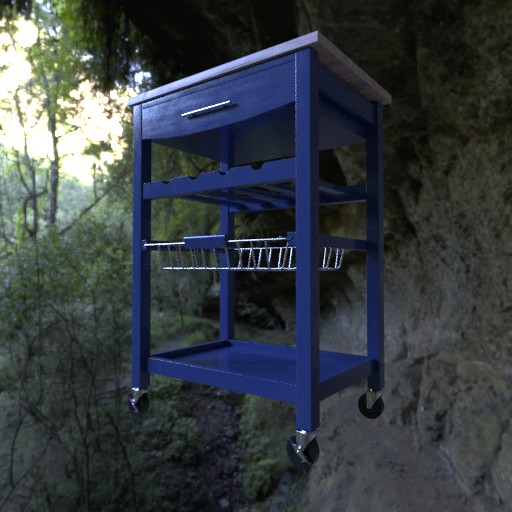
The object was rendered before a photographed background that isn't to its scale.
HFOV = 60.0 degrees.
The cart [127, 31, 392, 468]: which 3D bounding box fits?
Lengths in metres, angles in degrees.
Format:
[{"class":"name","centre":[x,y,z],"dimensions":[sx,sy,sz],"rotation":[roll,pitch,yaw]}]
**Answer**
[{"class":"cart","centre":[0.000,0.000,1.161],"dimensions":[0.584,0.839,0.403],"rotation":[-1,-2,37]}]
